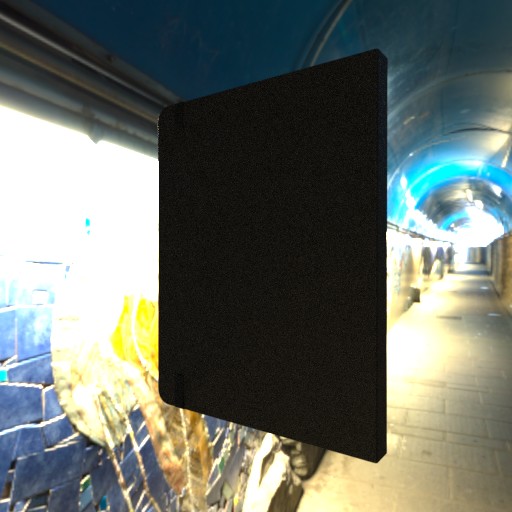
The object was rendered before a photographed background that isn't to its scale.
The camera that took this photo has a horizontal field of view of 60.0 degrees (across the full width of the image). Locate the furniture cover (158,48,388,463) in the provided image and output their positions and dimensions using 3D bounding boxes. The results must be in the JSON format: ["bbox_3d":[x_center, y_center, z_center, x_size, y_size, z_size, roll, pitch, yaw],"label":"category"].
[{"bbox_3d":[0.000,0.000,0.369,0.216,0.281,0.023,0,0,36],"label":"furniture cover"}]
